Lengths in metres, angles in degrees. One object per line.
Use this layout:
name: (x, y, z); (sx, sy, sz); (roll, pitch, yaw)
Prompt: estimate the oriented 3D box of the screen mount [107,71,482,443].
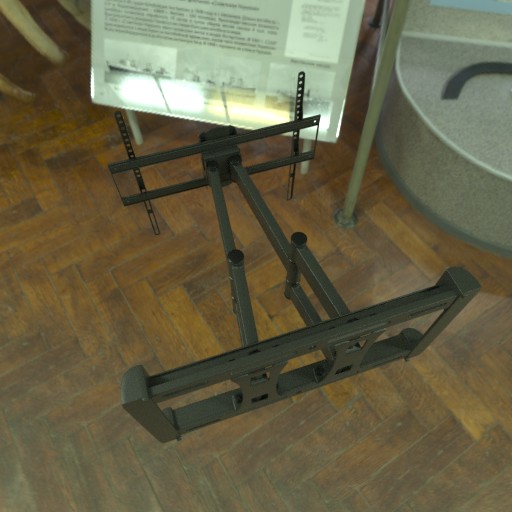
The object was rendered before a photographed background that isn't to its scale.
screen mount: (0.000, 0.000, 0.935); (0.571, 0.424, 0.556); (-16, 60, -10)
